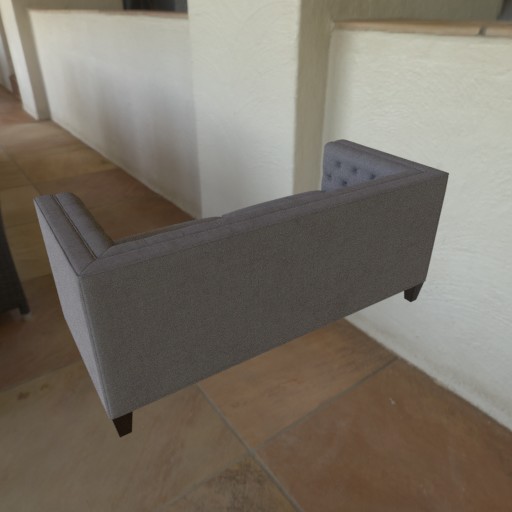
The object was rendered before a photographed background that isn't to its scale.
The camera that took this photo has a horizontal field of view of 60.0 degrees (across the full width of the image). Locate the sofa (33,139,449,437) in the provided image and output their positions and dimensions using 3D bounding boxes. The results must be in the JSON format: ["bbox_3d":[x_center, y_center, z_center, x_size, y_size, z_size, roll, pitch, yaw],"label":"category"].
[{"bbox_3d":[0.000,0.000,2.215,1.778,0.762,0.775,-18,34,-28],"label":"sofa"}]
